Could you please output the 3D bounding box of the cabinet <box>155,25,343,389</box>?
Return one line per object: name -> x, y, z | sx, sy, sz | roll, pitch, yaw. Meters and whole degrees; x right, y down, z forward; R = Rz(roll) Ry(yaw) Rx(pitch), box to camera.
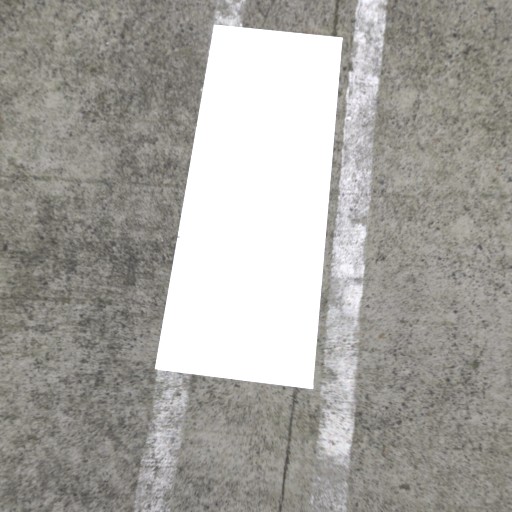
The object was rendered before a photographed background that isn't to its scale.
cabinet -> 0.000, 0.000, 2.457 | 0.510, 1.910, 1.290 | 7, 76, 2
